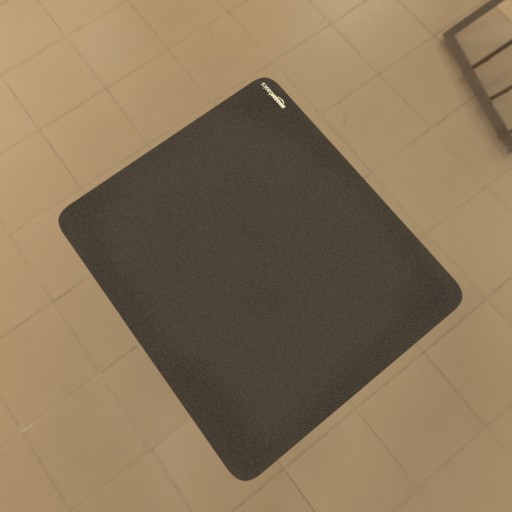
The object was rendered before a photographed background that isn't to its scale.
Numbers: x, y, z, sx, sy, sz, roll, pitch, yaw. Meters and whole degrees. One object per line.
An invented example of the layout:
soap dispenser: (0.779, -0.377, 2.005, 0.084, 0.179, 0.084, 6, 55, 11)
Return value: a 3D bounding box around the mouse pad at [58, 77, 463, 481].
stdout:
mouse pad: (0.000, 0.000, 0.622, 0.393, 0.002, 0.451, -37, 79, -9)
